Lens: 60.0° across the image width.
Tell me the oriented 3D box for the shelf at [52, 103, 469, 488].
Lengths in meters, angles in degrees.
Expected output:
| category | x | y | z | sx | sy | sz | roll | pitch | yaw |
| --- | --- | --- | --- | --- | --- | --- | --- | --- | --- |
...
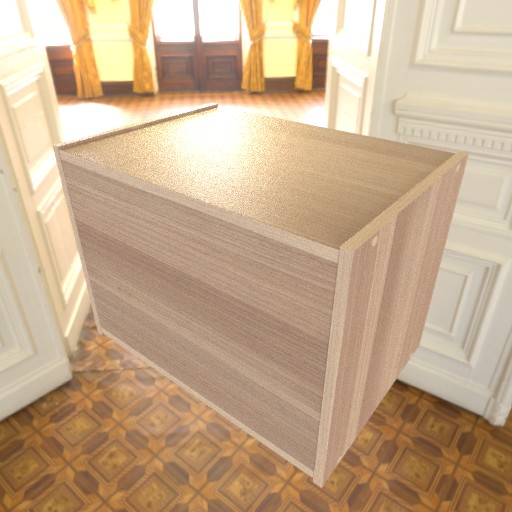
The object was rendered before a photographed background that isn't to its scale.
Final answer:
| category | x | y | z | sx | sy | sz | roll | pitch | yaw |
| --- | --- | --- | --- | --- | --- | --- | --- | --- | --- |
| shelf | 0.000 | 0.000 | 0.616 | 0.415 | 0.305 | 0.290 | 22 | 38 | 32 |
